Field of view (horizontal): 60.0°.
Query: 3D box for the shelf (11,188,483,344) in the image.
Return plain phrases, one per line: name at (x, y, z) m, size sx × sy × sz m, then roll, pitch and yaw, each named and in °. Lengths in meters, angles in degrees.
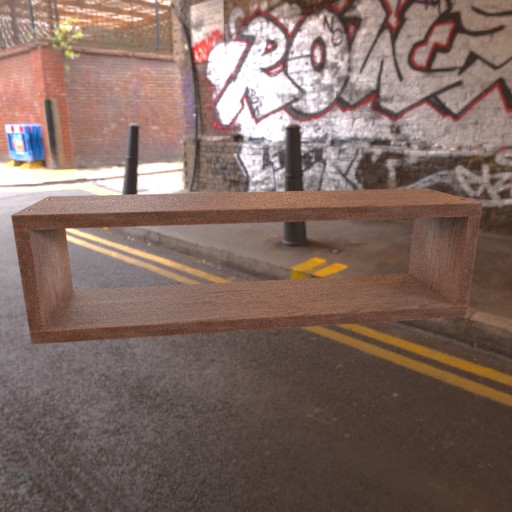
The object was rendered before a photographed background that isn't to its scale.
shelf at (0.000, 0.000, 0.663) m, size 0.610 × 0.170 × 0.150 m, roll -2°, pitch 16°, yaw -8°
